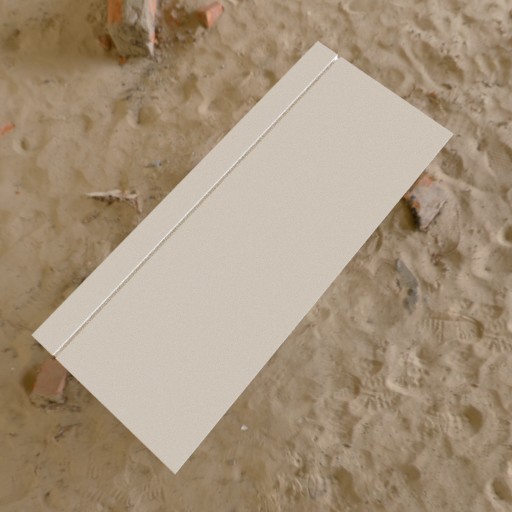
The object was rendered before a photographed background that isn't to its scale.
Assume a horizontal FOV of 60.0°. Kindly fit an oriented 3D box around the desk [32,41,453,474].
[{"bbox_3d":[0.000,0.000,1.981,0.670,0.760,1.580,39,78,10],"label":"desk"}]
